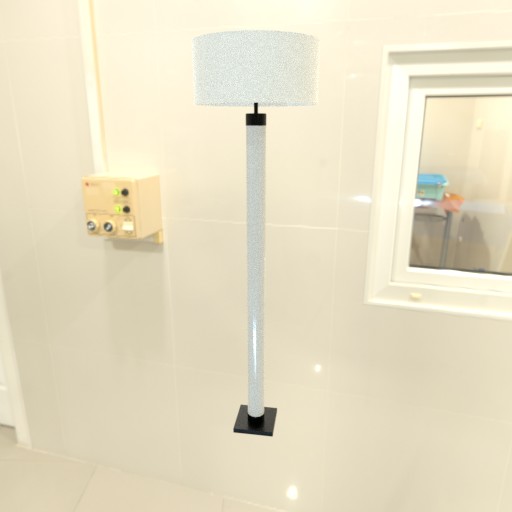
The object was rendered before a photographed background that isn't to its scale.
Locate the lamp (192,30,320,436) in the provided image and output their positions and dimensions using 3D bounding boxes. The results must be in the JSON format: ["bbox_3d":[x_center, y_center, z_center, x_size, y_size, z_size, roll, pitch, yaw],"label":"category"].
[{"bbox_3d":[0.000,0.000,1.660,0.420,1.475,0.420,3,17,9],"label":"lamp"}]
